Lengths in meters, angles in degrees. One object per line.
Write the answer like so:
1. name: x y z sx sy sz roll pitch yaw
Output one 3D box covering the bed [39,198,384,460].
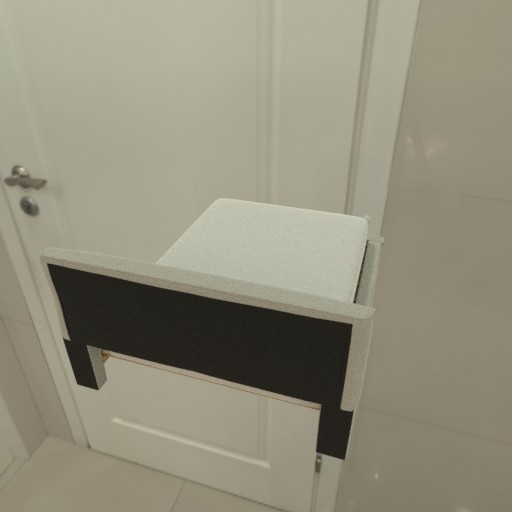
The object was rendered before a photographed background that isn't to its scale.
1. bed: 0.000 0.000 3.386 1.840 1.067 2.368 10 33 15
